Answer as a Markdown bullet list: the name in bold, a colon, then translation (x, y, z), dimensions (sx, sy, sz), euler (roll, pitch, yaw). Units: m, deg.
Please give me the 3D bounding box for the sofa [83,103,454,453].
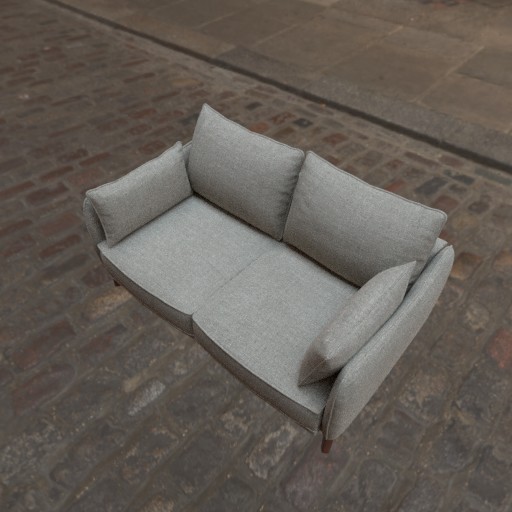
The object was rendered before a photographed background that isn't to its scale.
- **sofa**: translation (0.000, 0.000, 2.165), dimensions (1.580, 0.851, 0.972), euler (32, 54, 27)
